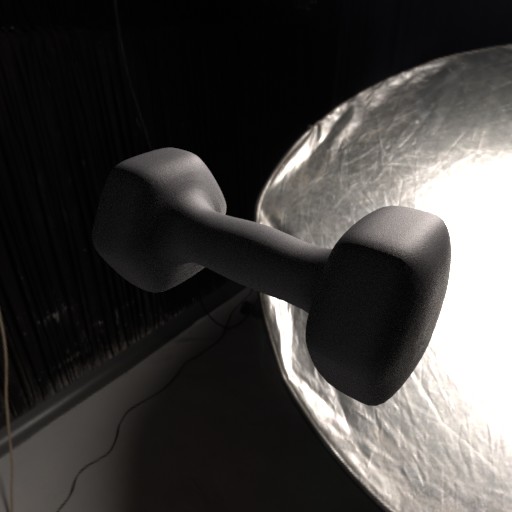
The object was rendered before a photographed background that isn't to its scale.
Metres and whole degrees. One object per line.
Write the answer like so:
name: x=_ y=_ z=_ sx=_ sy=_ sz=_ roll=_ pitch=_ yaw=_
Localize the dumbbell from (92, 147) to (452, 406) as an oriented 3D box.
dumbbell: x=0.000 y=0.000 z=0.302 sx=0.240 sy=0.105 sz=0.116 roll=21 pitch=36 yaw=32
